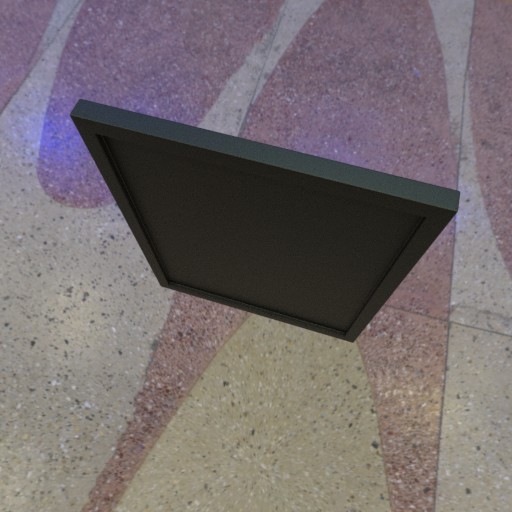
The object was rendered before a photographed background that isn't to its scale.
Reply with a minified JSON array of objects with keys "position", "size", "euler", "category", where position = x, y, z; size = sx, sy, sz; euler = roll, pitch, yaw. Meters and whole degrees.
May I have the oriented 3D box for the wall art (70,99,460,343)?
[{"position":[0.000,0.000,0.757],"size":[0.457,0.559,0.028],"euler":[16,66,7],"category":"wall art"}]
